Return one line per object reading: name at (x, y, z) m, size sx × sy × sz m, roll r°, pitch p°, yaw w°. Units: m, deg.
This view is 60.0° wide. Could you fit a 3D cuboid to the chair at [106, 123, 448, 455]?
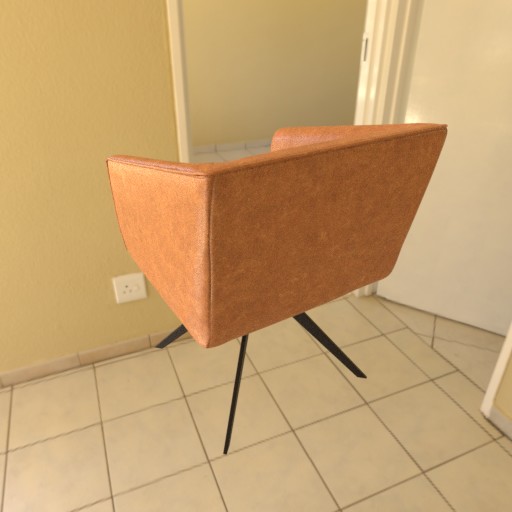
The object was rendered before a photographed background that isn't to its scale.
chair at (0.000, 0.000, 1.203) m, size 0.588 × 0.760 × 0.625 m, roll -18°, pitch 34°, yaw -28°
